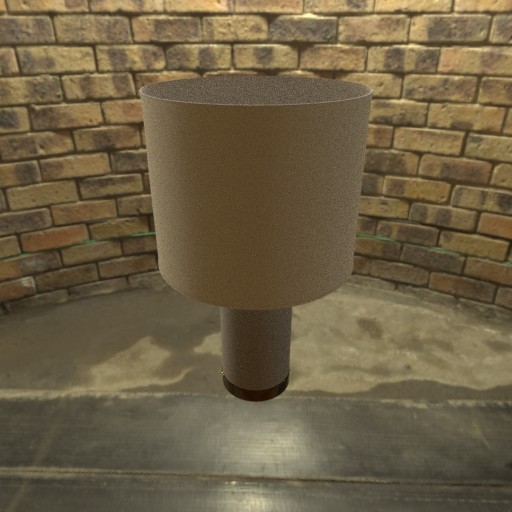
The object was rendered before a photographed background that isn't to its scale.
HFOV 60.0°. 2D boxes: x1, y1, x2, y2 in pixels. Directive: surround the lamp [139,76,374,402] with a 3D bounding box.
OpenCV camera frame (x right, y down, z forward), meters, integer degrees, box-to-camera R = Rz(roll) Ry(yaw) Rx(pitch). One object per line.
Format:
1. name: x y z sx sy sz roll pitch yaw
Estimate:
1. lamp: 0.000 0.000 0.530 0.229 0.380 0.229 0 27 0
